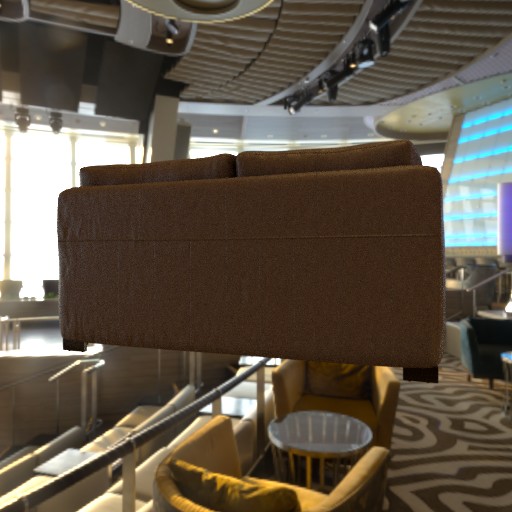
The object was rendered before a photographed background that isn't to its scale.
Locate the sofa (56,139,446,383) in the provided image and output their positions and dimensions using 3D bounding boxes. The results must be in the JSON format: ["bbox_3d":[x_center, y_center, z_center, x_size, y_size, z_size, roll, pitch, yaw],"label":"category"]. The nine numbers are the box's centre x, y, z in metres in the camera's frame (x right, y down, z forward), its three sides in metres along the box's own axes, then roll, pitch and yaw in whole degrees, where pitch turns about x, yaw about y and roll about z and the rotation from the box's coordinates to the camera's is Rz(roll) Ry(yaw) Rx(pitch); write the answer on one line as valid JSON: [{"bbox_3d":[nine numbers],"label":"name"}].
[{"bbox_3d":[0.000,0.000,2.408,1.855,0.980,0.962,0,0,19],"label":"sofa"}]
